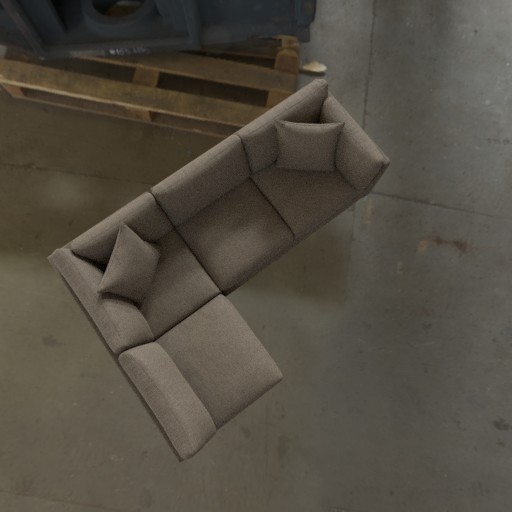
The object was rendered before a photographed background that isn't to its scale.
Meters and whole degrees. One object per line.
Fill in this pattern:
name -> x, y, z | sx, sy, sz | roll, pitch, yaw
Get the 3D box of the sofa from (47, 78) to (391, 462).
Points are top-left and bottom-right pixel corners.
sofa -> 0.000, 0.000, 3.899 | 2.896, 0.978, 1.994 | -36, 79, -8
